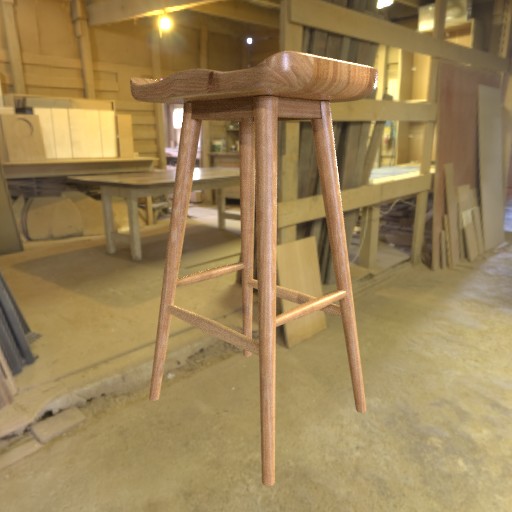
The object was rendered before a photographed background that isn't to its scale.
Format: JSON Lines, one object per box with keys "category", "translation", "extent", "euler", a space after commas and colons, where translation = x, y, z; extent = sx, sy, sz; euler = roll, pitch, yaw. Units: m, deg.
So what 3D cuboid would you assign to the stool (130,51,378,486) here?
{"category": "stool", "translation": [0.000, 0.000, 0.912], "extent": [0.407, 0.698, 0.322], "euler": [15, 21, 43]}
